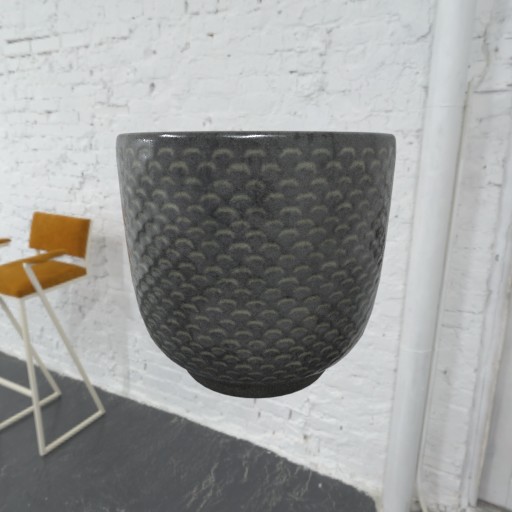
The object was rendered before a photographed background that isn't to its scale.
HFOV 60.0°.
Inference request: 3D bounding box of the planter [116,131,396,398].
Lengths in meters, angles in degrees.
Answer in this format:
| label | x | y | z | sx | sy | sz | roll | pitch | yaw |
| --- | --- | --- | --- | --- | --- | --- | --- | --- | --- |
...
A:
| label | x | y | z | sx | sy | sz | roll | pitch | yaw |
| --- | --- | --- | --- | --- | --- | --- | --- | --- | --- |
| planter | 0.000 | 0.000 | 0.244 | 0.140 | 0.129 | 0.140 | 0 | 14 | 0 |
